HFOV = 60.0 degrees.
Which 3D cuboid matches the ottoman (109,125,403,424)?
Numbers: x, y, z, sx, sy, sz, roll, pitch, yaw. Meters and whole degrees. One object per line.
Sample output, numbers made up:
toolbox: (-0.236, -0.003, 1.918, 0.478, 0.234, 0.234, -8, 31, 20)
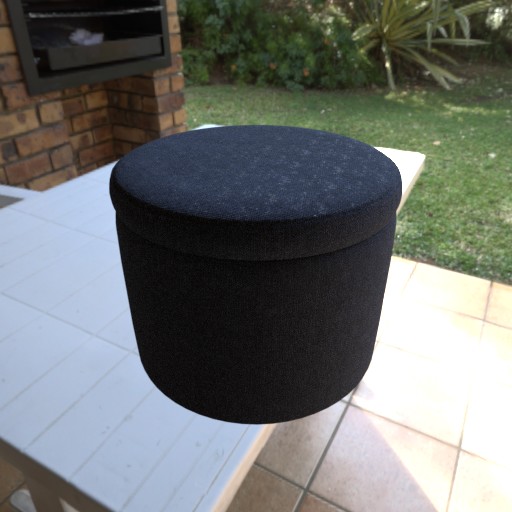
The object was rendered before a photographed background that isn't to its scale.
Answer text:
ottoman: (0.000, 0.000, 0.901, 0.520, 0.430, 0.520, 0, 31, 0)
